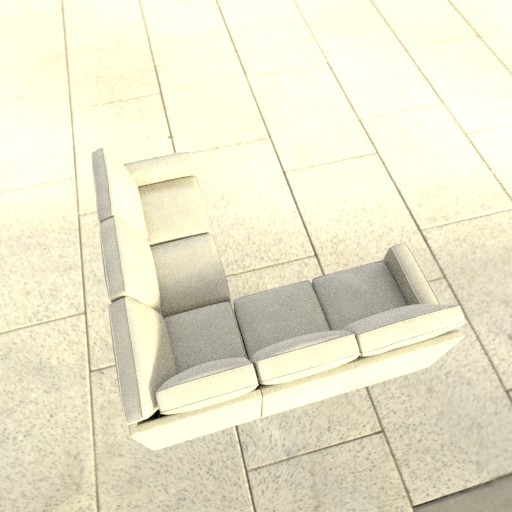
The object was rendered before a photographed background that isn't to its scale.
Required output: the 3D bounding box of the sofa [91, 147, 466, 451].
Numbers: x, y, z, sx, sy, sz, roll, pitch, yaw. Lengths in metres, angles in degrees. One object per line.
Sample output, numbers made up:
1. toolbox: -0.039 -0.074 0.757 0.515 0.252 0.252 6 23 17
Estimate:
1. sofa: 0.000 0.000 3.440 2.188 0.936 2.211 -15 61 -8
